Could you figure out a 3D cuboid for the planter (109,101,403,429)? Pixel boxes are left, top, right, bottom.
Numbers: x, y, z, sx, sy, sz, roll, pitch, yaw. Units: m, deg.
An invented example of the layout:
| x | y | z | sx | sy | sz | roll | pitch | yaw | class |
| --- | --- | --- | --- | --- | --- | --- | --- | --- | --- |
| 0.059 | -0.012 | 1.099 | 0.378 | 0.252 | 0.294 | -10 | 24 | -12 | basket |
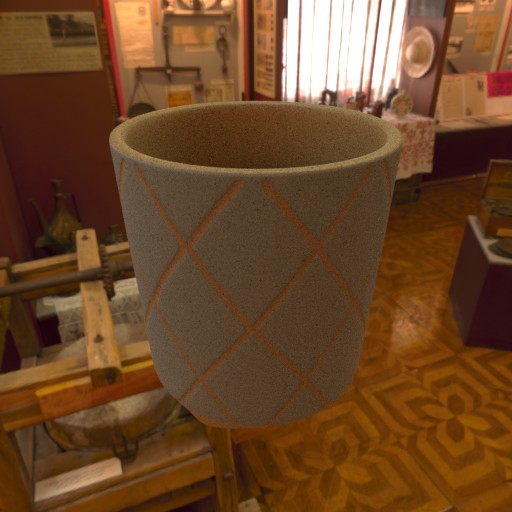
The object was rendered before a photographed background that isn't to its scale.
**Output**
| x | y | z | sx | sy | sz | roll | pitch | yaw | class |
| --- | --- | --- | --- | --- | --- | --- | --- | --- | --- |
| 0.000 | 0.000 | 0.347 | 0.191 | 0.200 | 0.191 | 0 | 29 | 0 | planter |
